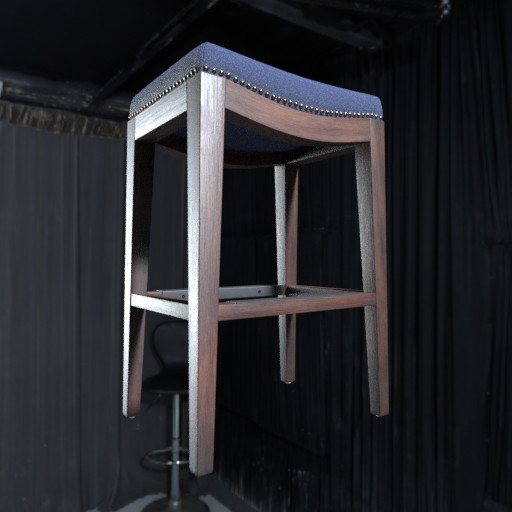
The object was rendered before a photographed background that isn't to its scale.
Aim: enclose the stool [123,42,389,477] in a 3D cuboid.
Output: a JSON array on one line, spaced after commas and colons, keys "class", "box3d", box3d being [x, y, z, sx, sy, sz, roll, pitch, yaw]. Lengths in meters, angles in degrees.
[{"class": "stool", "box3d": [0.000, 0.000, 1.020, 0.498, 0.740, 0.358, 0, 0, -36]}]
